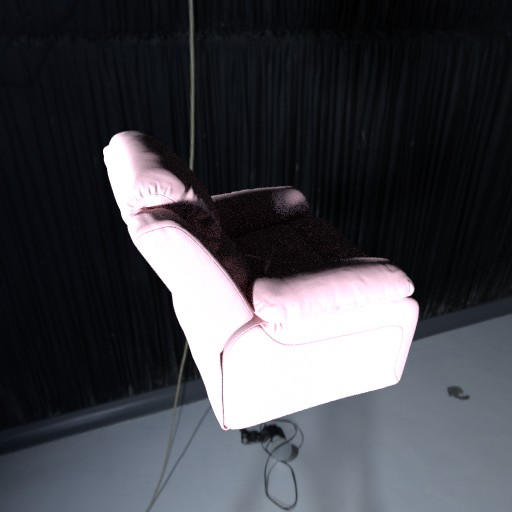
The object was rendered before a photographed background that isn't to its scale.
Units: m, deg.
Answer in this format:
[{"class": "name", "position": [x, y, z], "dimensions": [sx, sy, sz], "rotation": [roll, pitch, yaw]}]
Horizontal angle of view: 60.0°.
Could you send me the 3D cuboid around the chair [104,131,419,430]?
[{"class": "chair", "position": [0.000, 0.000, 1.256], "dimensions": [0.709, 0.702, 0.680], "rotation": [-11, 32, -19]}]
